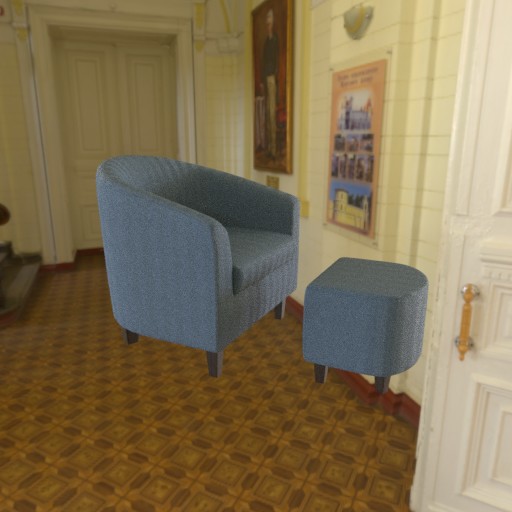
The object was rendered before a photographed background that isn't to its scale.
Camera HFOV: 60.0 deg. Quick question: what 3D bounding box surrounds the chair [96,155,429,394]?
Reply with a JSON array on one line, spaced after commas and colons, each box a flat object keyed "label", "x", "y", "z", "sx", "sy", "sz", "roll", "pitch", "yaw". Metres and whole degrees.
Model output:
[{"label": "chair", "x": 0.000, "y": 0.000, "z": 1.750, "sx": 1.288, "sy": 0.757, "sz": 0.756, "roll": 7, "pitch": 17, "yaw": 25}]
